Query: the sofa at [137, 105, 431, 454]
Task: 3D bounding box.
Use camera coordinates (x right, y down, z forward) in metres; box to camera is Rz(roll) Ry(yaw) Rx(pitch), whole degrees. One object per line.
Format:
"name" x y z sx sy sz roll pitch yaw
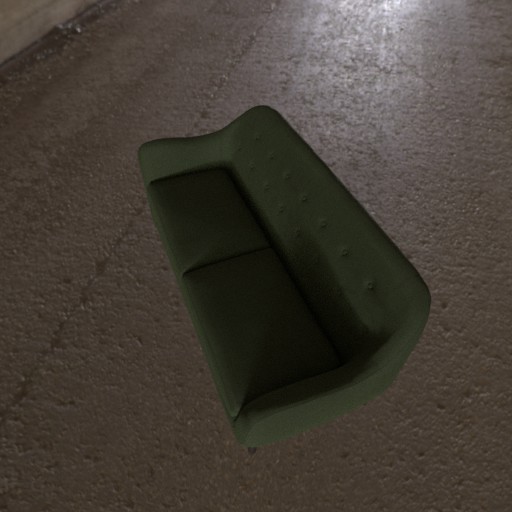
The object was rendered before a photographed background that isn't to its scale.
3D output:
"sofa" 0.000 0.000 2.282 0.820 0.836 1.840 -17 49 -15
